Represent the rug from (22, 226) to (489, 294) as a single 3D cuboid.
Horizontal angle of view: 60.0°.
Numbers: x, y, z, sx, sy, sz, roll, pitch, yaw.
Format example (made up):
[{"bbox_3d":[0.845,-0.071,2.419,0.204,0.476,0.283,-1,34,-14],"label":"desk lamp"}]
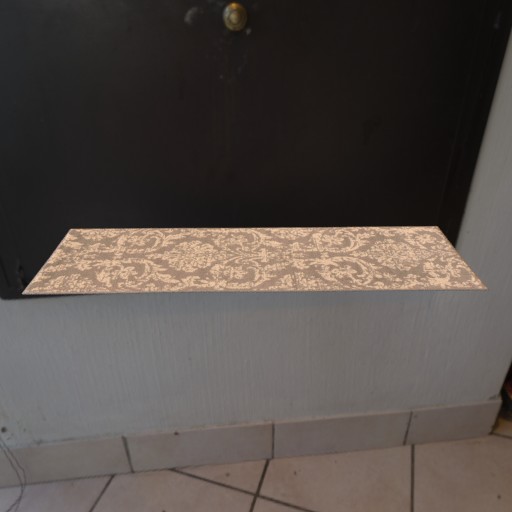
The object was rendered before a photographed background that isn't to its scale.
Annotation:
[{"bbox_3d":[0.000,0.000,2.367,2.196,0.011,0.662,0,31,-1],"label":"rug"}]
